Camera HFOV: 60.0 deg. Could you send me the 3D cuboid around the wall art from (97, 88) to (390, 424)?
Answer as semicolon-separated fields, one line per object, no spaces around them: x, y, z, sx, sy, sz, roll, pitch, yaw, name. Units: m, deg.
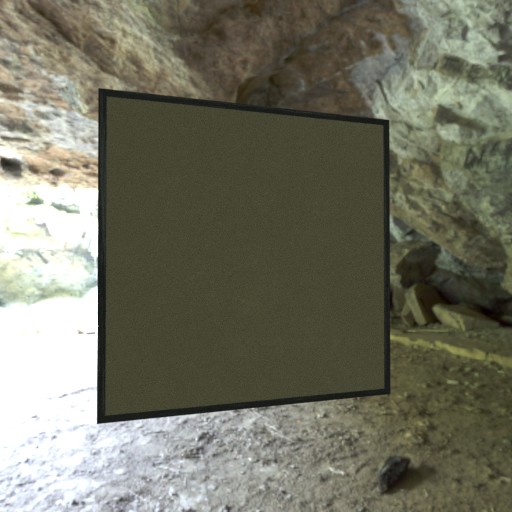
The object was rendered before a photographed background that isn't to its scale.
0.000;0.000;1.134;0.762;0.758;0.043;0;-1;-17;wall art
